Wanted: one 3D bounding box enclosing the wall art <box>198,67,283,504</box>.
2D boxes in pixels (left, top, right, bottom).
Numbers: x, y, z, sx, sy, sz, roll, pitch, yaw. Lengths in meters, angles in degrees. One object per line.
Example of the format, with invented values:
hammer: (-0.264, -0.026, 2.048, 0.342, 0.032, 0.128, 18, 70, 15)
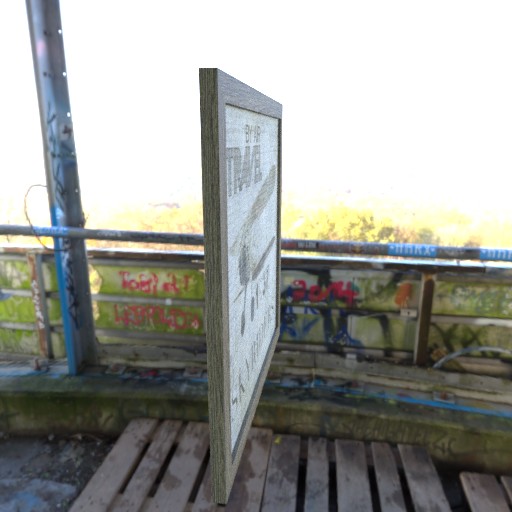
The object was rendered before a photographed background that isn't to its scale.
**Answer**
wall art: (0.000, 0.000, 0.731, 0.019, 0.508, 0.508, 3, 15, 10)
